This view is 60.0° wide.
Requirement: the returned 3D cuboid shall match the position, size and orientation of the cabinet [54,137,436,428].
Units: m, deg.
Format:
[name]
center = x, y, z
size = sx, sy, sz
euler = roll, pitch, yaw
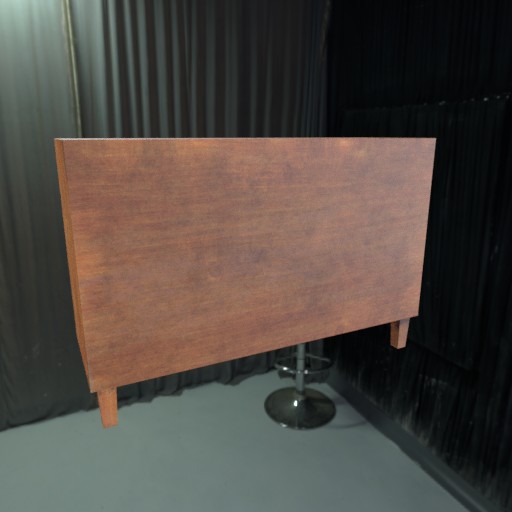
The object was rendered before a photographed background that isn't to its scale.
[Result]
[cabinet]
center = 0.000, 0.000, 1.569
size = 1.204, 0.805, 0.403
euler = -7, 17, -25
